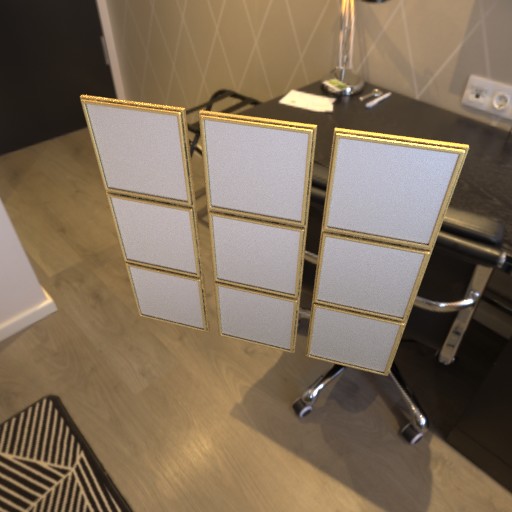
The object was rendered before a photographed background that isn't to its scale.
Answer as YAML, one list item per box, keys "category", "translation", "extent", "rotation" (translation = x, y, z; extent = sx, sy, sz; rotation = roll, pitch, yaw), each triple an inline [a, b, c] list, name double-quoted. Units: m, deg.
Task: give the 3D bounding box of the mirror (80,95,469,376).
- category: "mirror"
  translation: [0.000, 0.000, 1.425]
  extent: [1.011, 0.926, 0.023]
  rotation: [11, 43, 12]
